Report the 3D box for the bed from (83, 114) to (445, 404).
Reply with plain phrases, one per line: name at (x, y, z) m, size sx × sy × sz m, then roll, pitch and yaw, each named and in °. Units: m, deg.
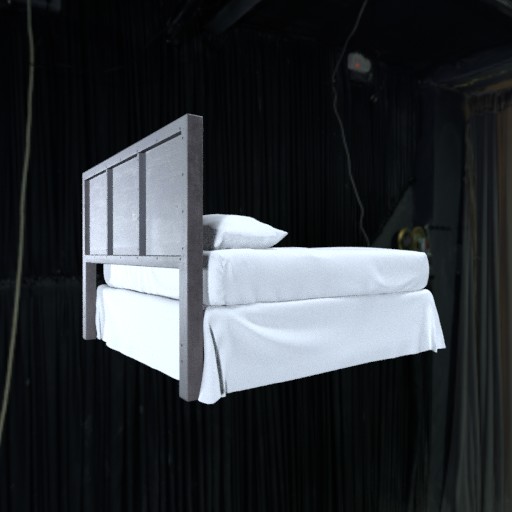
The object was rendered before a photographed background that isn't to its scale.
bed at (0.000, 0.000, 2.914) m, size 1.785 × 1.142 × 1.772 m, roll 0°, pitch 0°, yaw -35°
